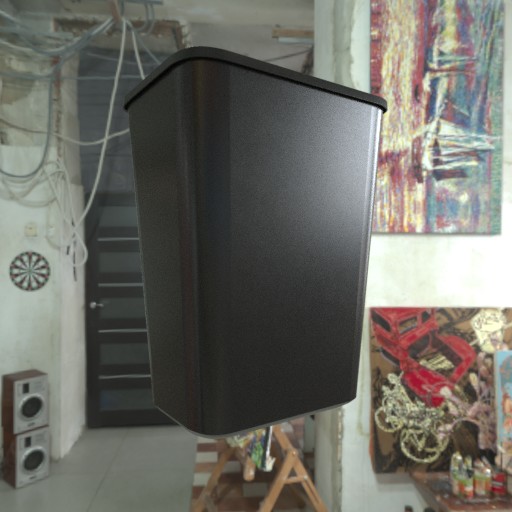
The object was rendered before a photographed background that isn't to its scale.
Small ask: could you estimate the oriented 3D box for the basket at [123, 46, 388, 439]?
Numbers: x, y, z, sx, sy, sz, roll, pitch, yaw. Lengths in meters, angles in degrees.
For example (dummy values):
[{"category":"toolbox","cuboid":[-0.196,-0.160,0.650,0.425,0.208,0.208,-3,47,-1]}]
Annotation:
[{"category":"basket","cuboid":[0.000,0.000,0.757,0.394,0.521,0.287,0,0,-35]}]
